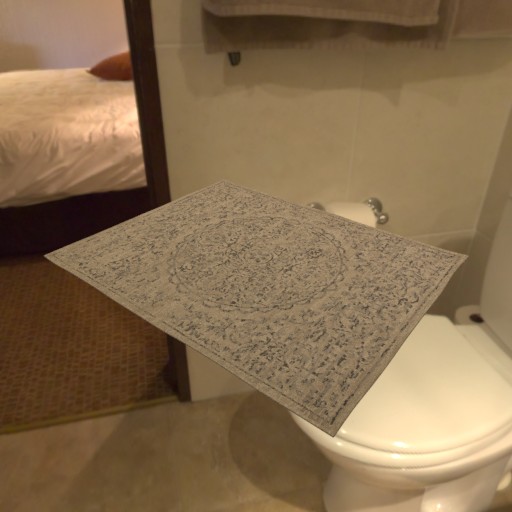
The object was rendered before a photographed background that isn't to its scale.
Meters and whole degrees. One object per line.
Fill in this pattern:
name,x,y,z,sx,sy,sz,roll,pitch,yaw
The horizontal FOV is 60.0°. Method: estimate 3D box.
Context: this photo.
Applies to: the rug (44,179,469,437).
rug,0.000,0.000,3.890,2.925,0.026,2.343,23,38,32
